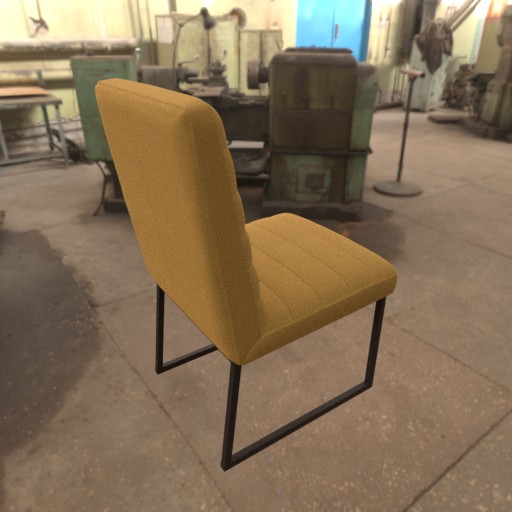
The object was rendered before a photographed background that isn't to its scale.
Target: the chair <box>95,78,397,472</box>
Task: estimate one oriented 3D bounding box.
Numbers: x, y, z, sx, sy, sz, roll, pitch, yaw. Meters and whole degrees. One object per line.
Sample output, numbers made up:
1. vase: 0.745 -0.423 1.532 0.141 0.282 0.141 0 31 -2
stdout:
1. chair: 0.000 0.000 1.247 0.634 0.930 0.520 -17 32 -30
